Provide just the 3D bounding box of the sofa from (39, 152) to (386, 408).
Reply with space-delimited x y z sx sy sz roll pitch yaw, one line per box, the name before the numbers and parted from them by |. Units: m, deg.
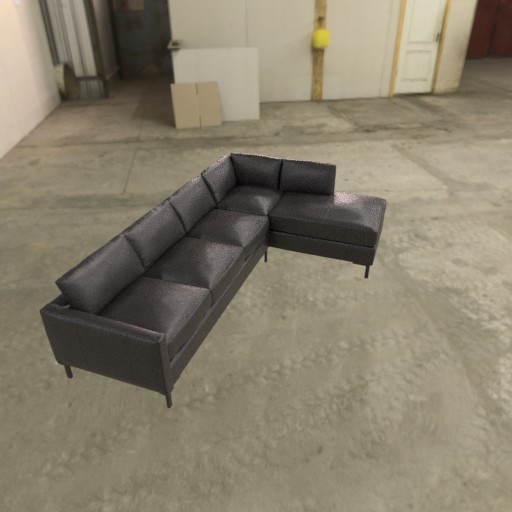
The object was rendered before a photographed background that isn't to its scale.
sofa | 0.000 0.000 3.899 1.938 0.877 2.984 11 32 17
